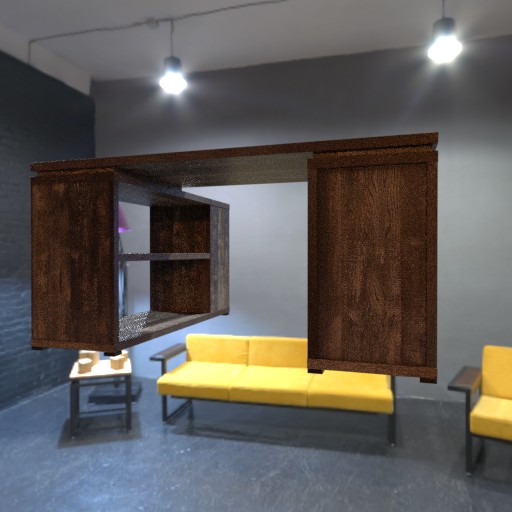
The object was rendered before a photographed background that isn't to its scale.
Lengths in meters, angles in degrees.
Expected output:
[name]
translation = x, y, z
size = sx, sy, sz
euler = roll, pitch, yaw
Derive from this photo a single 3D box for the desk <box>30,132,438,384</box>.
[desk]
translation = 0.000, 0.000, 2.126
size = 1.524, 0.753, 1.200
euler = 0, 1, 18
